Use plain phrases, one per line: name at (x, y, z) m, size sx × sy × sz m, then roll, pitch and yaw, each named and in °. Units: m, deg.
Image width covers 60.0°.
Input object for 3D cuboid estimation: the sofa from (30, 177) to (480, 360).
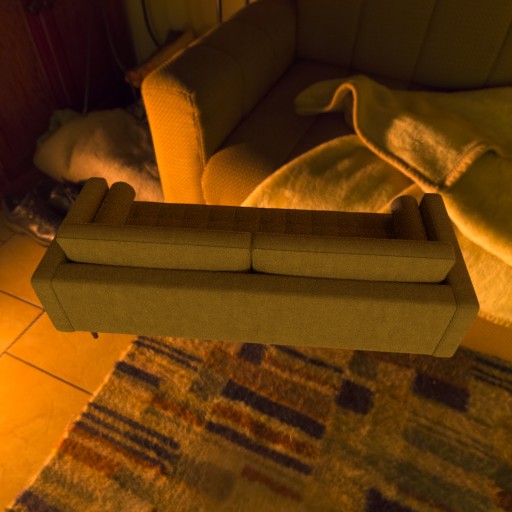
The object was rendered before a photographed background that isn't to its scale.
sofa at (0.000, 0.000, 2.574) m, size 2.200 × 0.770 × 0.919 m, roll 3°, pitch 46°, yaw 3°
